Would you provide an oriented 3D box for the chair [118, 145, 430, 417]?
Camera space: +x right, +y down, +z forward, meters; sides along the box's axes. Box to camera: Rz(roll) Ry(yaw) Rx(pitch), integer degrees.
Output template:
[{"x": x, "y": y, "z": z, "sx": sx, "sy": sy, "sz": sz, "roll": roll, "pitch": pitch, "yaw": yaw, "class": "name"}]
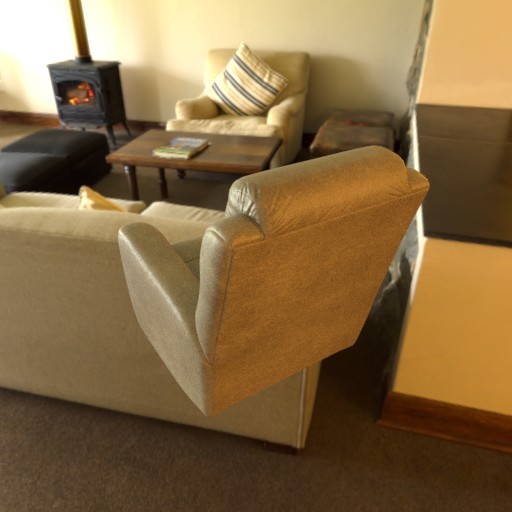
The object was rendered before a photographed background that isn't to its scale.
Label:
[{"x": 0.000, "y": 0.000, "z": 1.997, "sx": 0.967, "sy": 1.116, "sz": 1.068, "roll": -18, "pitch": 36, "yaw": -28, "class": "chair"}]
